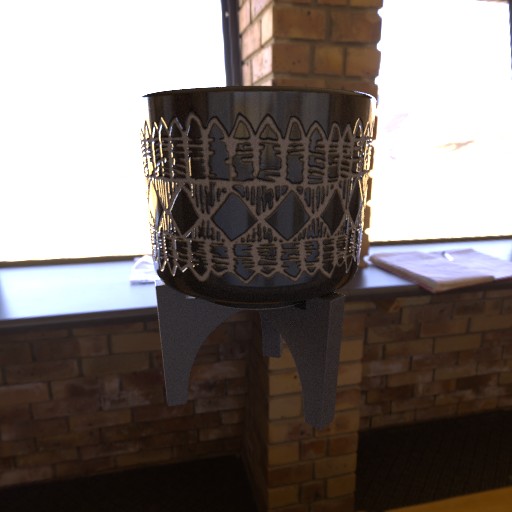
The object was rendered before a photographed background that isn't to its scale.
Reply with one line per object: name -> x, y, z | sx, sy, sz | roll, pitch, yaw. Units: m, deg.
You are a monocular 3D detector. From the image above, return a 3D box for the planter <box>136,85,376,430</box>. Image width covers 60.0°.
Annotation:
planter -> 0.000, 0.000, 0.267 | 0.129, 0.177, 0.129 | 0, 14, 0
